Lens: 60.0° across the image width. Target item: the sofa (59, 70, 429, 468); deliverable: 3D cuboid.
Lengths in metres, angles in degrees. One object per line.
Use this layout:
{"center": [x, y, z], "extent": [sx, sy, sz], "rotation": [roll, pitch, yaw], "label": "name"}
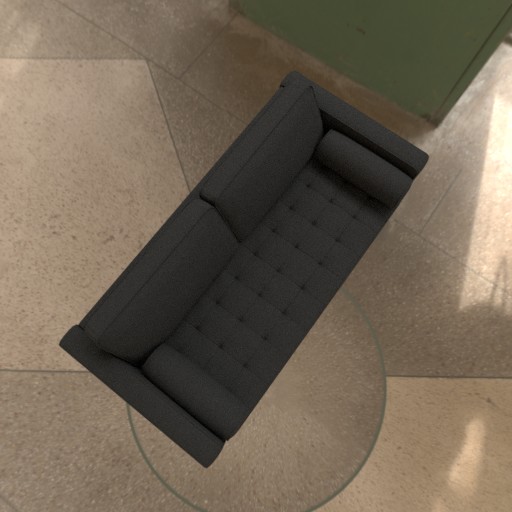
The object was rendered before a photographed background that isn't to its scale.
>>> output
{"center": [0.000, 0.000, 2.352], "extent": [0.914, 0.759, 1.875], "rotation": [36, 78, 9], "label": "sofa"}
